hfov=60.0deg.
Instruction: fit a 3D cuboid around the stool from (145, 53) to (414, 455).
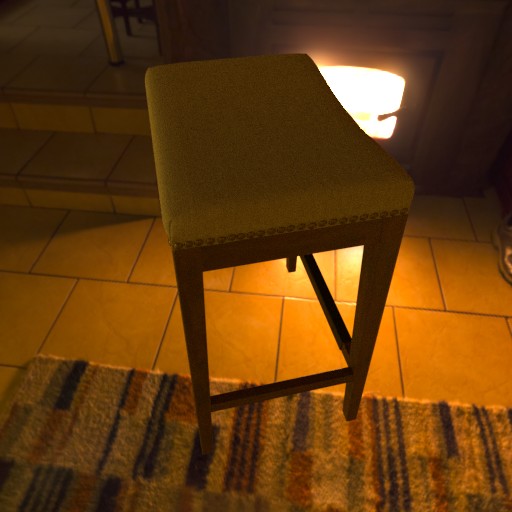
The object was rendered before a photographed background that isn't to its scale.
[{"bbox_3d":[0.000,0.000,0.939,0.356,0.660,0.508,-9,45,-9],"label":"stool"}]
